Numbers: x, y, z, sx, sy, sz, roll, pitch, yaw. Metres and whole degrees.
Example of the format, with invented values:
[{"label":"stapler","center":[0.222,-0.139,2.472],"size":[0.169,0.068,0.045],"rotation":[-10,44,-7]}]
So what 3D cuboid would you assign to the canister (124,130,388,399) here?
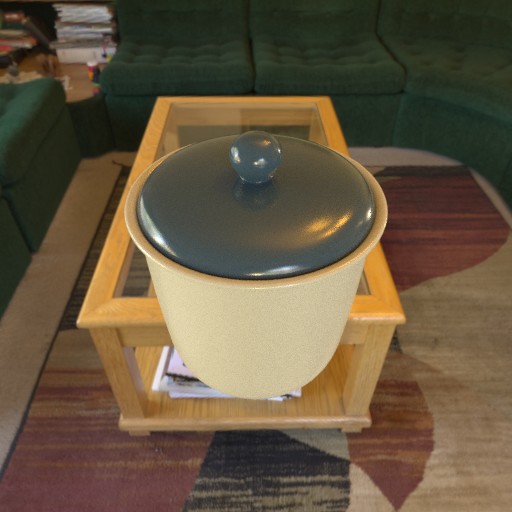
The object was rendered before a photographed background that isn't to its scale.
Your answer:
[{"label":"canister","center":[0.000,0.000,0.352],"size":[0.182,0.208,0.182],"rotation":[0,42,0]}]
